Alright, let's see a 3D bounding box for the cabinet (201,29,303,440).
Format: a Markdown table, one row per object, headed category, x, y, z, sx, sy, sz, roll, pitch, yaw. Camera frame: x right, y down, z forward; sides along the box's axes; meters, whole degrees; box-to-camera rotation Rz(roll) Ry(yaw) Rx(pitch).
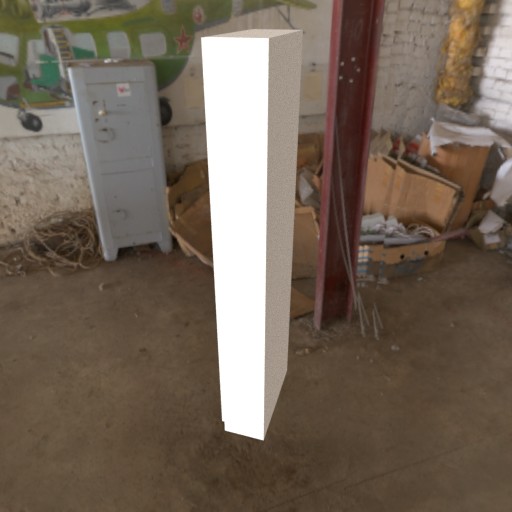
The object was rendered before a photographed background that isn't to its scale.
| category | x | y | z | sx | sy | sz | roll | pitch | yaw |
| --- | --- | --- | --- | --- | --- | --- | --- | --- | --- |
| cabinet | 0.000 | 0.000 | 1.989 | 0.230 | 1.790 | 0.500 | 9 | 31 | 15 |
